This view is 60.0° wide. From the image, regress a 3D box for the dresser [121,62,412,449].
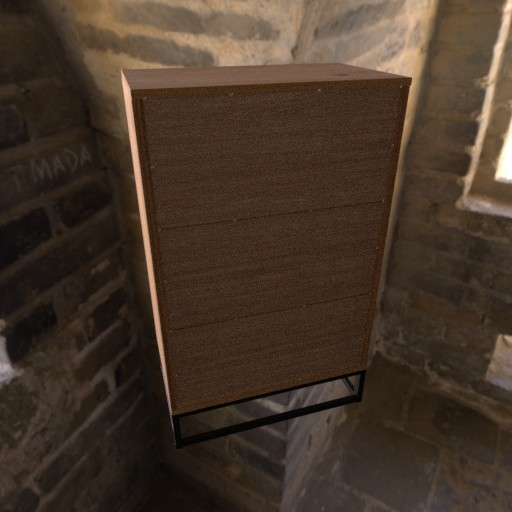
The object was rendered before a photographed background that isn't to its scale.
[{"bbox_3d":[0.000,0.000,1.614,0.761,1.240,0.479,-9,30,-15],"label":"dresser"}]
